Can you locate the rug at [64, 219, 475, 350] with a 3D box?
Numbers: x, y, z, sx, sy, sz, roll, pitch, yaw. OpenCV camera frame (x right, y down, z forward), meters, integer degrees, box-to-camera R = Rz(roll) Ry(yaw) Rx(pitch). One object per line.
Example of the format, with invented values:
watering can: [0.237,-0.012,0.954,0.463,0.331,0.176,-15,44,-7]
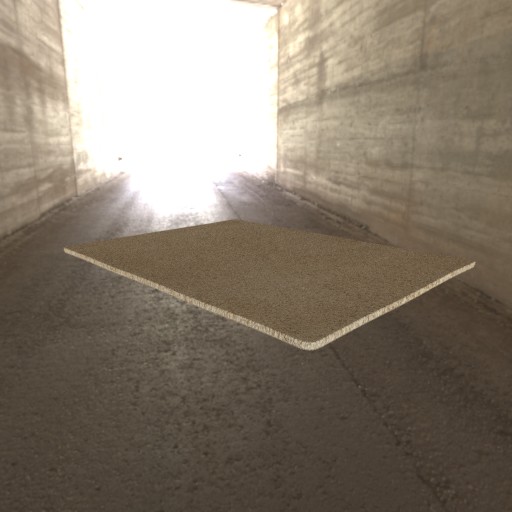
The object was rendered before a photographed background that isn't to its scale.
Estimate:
rug: [0.000,0.000,2.124,1.600,0.025,1.199,14,20,43]
